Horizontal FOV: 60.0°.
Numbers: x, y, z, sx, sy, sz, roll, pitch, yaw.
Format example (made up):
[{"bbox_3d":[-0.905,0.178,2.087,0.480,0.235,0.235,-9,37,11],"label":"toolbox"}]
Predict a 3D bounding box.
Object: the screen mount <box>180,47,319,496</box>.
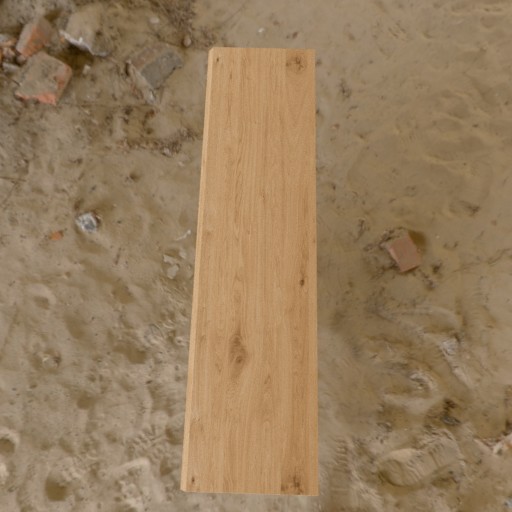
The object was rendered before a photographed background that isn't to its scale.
[{"bbox_3d":[0.000,0.000,1.854,0.450,0.430,1.700,2,75,0],"label":"screen mount"}]
